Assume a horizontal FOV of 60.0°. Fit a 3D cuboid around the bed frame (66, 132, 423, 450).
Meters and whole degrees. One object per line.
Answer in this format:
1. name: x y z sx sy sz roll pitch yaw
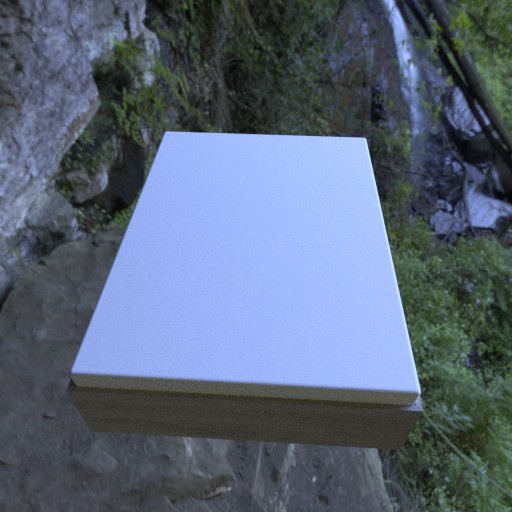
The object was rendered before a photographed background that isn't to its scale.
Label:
1. bed frame: 0.000 0.000 2.579 1.448 0.490 1.944 2 45 2
